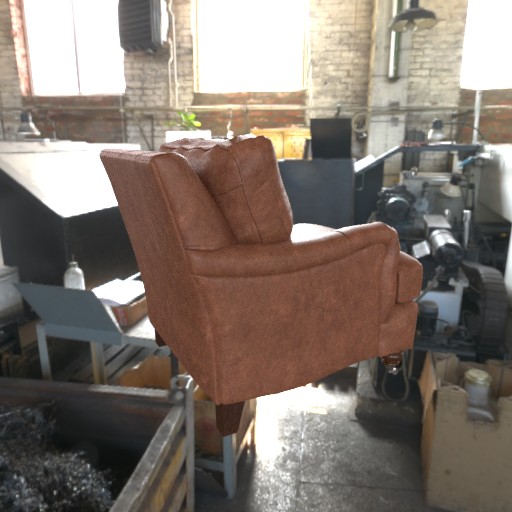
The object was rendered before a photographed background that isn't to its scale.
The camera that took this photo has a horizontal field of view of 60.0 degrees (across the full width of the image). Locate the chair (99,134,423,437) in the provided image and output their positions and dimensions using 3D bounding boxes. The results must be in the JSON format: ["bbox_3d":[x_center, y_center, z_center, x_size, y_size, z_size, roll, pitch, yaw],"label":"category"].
[{"bbox_3d":[0.000,0.000,2.002,1.158,1.055,0.986,-8,16,-27],"label":"chair"}]
